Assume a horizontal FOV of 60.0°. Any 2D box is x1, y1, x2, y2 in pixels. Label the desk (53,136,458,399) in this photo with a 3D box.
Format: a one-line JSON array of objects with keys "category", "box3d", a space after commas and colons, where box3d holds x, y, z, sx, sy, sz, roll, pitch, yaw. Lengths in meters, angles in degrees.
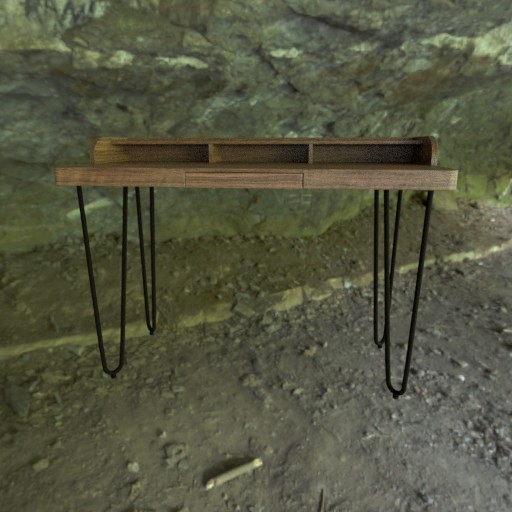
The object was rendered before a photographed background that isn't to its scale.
[{"category": "desk", "box3d": [0.000, 0.000, 1.634, 1.200, 0.854, 0.565, 2, 14, 8]}]
